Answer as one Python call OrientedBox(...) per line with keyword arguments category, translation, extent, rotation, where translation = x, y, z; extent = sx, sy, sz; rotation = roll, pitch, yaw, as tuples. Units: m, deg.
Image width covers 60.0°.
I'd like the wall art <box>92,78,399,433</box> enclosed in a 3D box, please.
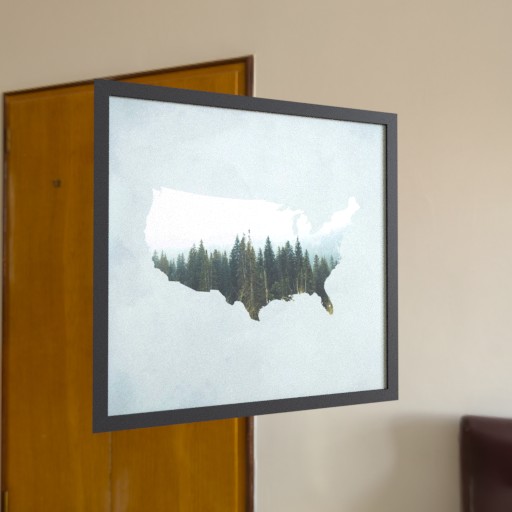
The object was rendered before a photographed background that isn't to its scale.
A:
OrientedBox(category="wall art", translation=(0.000, 0.000, 0.443), extent=(0.304, 0.304, 0.038), rotation=(0, -1, -17))
